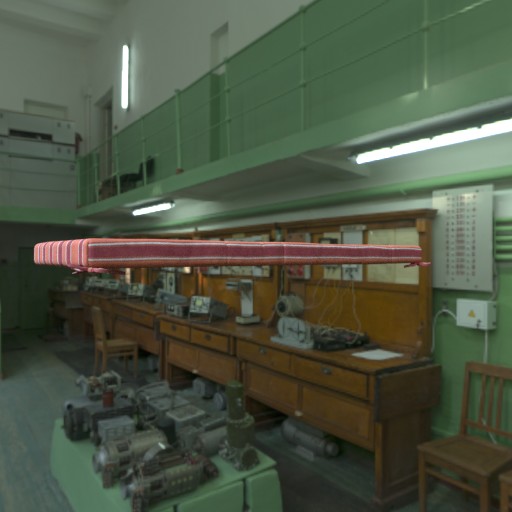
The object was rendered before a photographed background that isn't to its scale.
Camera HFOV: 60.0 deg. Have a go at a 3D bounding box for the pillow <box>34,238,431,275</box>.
[{"bbox_3d":[0.000,0.000,1.351,1.187,0.081,0.492,0,0,-38],"label":"pillow"}]
